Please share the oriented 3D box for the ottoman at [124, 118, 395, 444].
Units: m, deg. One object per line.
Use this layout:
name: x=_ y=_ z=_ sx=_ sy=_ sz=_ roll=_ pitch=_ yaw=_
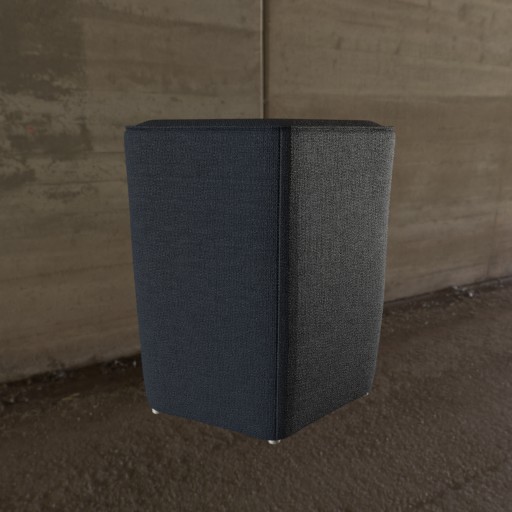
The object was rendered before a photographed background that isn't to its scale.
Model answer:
ottoman: x=0.000 y=0.000 z=0.867 sx=0.492 sy=0.505 sz=0.454 roll=8 pitch=17 yaw=25
